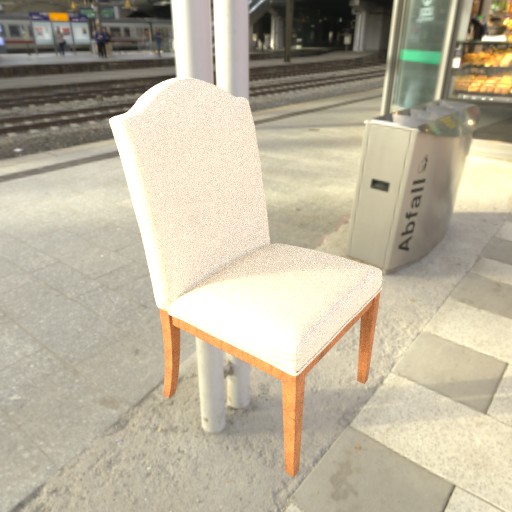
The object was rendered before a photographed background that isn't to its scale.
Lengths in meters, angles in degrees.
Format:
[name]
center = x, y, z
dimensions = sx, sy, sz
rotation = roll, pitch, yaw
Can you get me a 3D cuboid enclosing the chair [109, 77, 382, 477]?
[chair]
center = 0.000, 0.000, 1.385
dimensions = 0.648, 1.012, 0.534
rotation = 18, 32, 33
